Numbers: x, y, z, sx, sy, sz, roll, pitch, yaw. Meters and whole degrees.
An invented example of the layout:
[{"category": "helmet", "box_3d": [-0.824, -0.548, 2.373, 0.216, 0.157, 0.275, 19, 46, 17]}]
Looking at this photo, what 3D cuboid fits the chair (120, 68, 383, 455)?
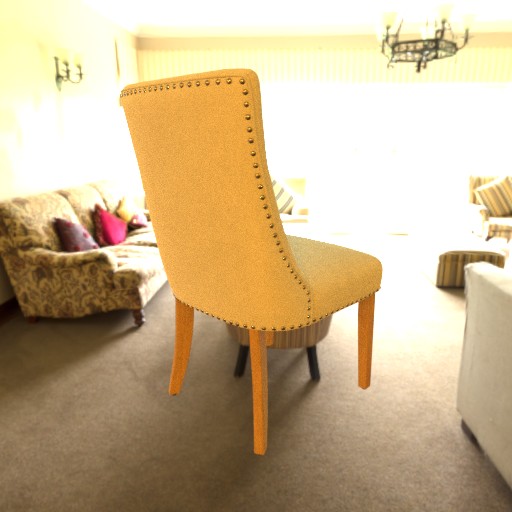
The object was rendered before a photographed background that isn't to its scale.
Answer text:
[{"category": "chair", "box_3d": [0.000, 0.000, 1.258, 0.610, 0.902, 0.495, -14, 21, -43]}]
